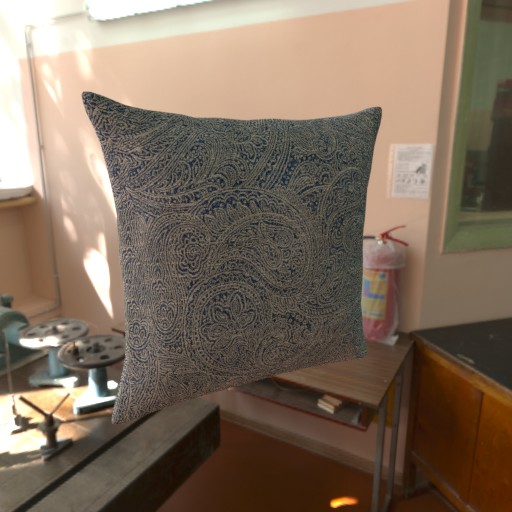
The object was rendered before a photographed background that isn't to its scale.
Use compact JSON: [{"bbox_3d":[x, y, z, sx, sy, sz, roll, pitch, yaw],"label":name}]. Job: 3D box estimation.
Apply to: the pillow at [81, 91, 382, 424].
[{"bbox_3d":[0.000,0.000,0.767,0.523,0.510,0.166,-7,15,-25],"label":"pillow"}]
